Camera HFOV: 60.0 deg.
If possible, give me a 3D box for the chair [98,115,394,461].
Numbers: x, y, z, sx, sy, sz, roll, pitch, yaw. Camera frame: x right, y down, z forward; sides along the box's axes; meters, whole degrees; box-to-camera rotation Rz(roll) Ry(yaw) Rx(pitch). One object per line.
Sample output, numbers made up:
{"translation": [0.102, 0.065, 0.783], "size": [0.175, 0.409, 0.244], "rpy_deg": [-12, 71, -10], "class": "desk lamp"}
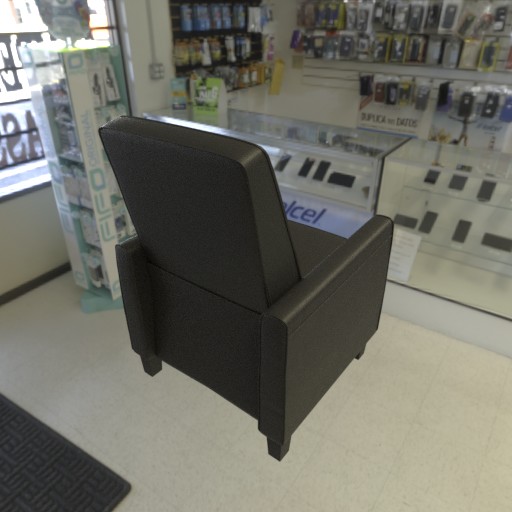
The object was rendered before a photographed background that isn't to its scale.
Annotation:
{"translation": [0.000, 0.000, 1.542], "size": [0.705, 1.013, 0.746], "rpy_deg": [21, 36, 32], "class": "chair"}
